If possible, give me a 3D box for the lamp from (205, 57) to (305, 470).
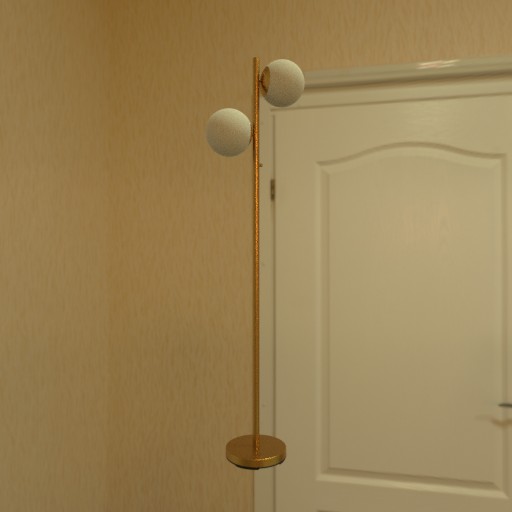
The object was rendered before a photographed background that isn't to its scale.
[{"bbox_3d":[0.000,0.000,1.826,0.419,1.641,0.249,0,-1,-18],"label":"lamp"}]
